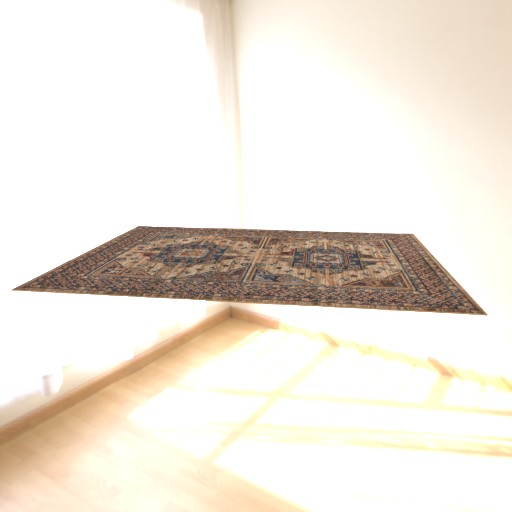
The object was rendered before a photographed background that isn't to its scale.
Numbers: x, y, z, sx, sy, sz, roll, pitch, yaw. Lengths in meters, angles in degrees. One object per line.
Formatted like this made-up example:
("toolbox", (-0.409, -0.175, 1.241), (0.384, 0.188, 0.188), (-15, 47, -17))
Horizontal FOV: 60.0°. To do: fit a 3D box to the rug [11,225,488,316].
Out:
("rug", (0.000, 0.000, 2.808), (2.227, 0.008, 1.611), (2, 16, 8))
